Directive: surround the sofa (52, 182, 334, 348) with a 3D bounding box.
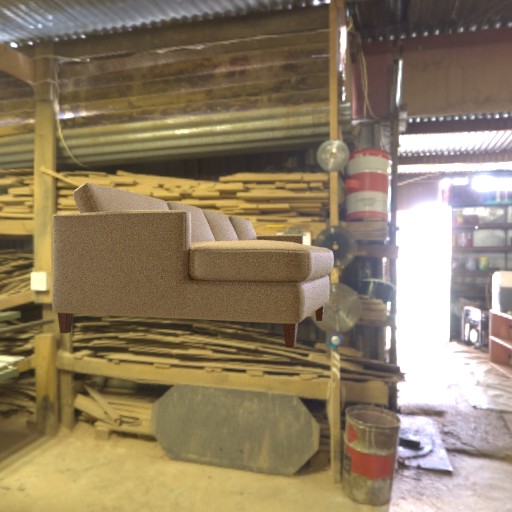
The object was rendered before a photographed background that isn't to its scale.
[{"bbox_3d":[0.000,0.000,3.812,1.502,0.876,3.201,0,0,17],"label":"sofa"}]
